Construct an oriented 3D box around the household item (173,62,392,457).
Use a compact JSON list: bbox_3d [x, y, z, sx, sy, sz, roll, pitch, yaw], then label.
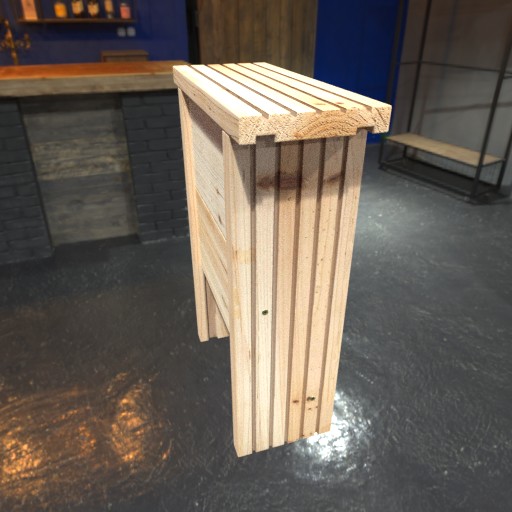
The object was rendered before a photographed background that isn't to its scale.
[{"bbox_3d":[0.000,0.000,0.548,0.123,0.407,0.301,-9,31,-15],"label":"household item"}]
